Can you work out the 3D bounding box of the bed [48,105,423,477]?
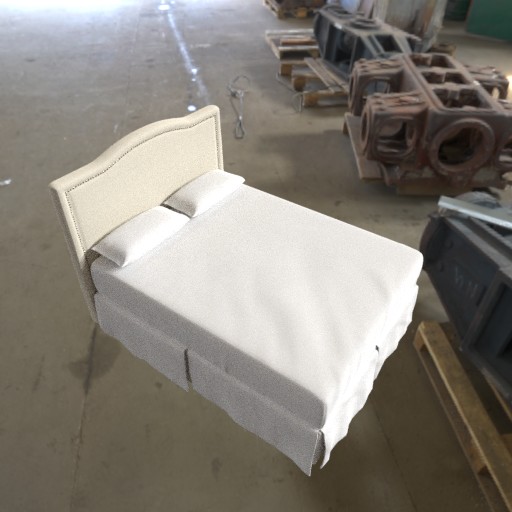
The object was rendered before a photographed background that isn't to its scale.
[{"bbox_3d":[0.000,0.000,3.313,2.196,1.449,1.741,25,46,26],"label":"bed"}]
